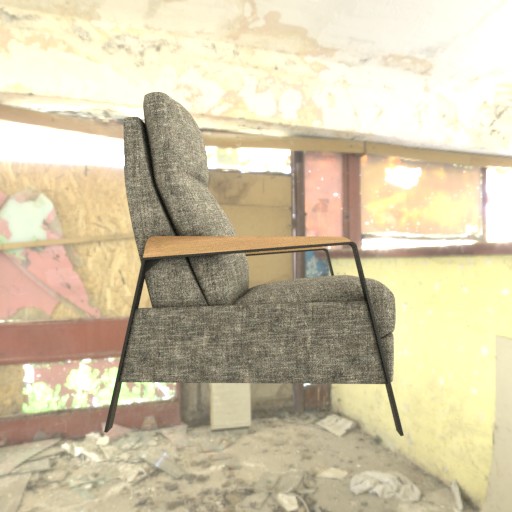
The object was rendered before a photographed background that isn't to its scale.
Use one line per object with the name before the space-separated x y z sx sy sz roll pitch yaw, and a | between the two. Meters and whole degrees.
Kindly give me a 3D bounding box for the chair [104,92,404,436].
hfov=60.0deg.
chair | 0.000 0.000 1.624 0.868 1.042 0.671 0 -1 2
